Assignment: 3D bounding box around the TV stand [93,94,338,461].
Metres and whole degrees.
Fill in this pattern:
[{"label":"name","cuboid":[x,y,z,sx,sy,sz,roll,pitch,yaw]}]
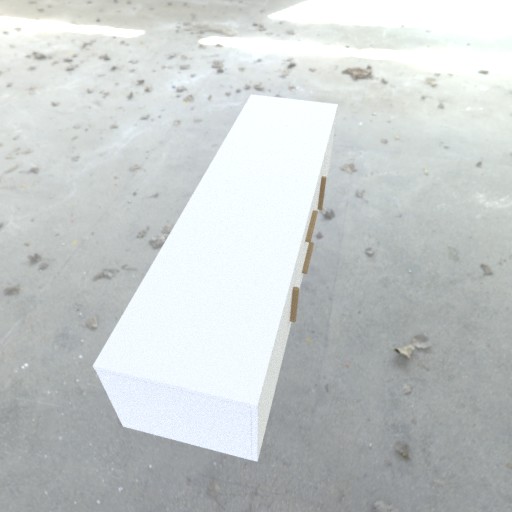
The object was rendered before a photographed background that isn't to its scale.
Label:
[{"label":"TV stand","cuboid":[0.000,0.000,1.636,0.401,0.560,1.398,10,46,10]}]
